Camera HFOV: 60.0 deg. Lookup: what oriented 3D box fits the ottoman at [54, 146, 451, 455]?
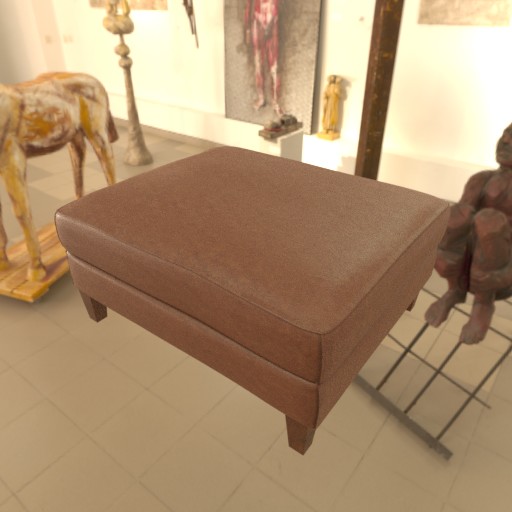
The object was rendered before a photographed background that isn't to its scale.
[{"bbox_3d":[0.000,0.000,1.487,0.987,0.472,0.836,22,38,31],"label":"ottoman"}]
